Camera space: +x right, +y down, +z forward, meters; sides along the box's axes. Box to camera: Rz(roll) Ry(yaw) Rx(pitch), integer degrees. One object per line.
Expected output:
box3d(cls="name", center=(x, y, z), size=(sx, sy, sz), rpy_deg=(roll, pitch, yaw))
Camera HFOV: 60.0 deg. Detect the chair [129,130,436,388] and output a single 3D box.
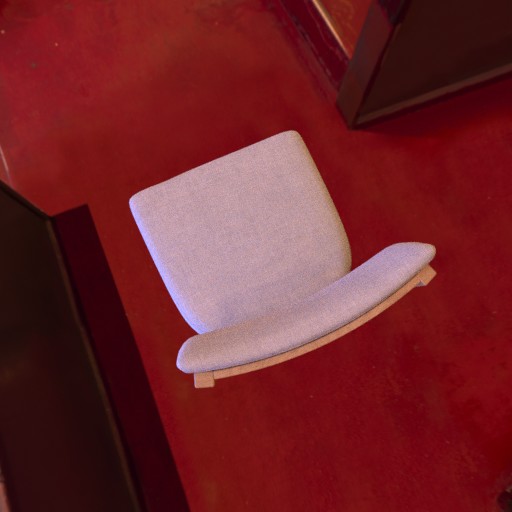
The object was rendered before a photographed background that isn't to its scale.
box3d(cls="chair", center=(0.000, 0.000, 1.185), size=(0.508, 0.832, 0.572), rpy_deg=(-24, 76, -6))
